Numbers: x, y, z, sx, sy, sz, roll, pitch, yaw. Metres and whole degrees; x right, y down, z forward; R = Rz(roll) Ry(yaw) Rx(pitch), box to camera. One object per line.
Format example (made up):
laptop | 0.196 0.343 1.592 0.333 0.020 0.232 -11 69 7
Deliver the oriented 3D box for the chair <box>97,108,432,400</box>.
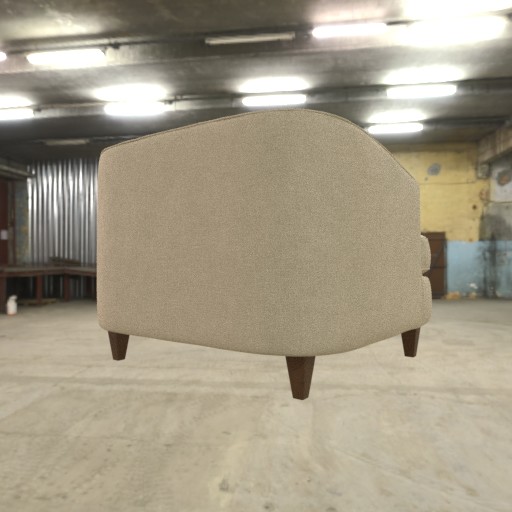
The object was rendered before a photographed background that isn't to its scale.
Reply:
chair | 0.000 0.000 1.726 1.118 0.787 0.914 0 -1 36
